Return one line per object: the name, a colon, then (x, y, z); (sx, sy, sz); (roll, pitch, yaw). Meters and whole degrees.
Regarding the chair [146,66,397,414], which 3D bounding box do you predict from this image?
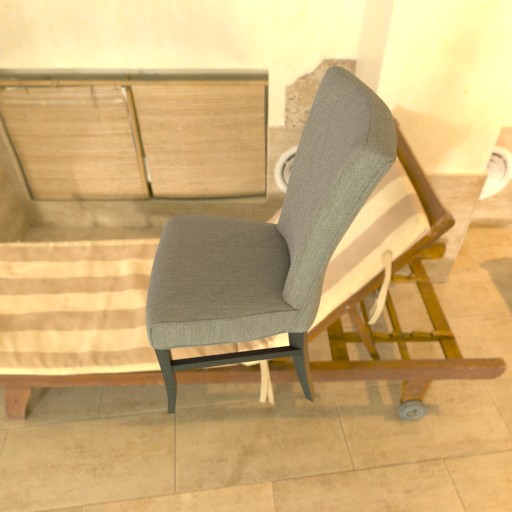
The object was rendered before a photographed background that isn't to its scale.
chair: (0.000, 0.000, 1.377); (0.660, 0.991, 0.520); (-1, 41, -1)
